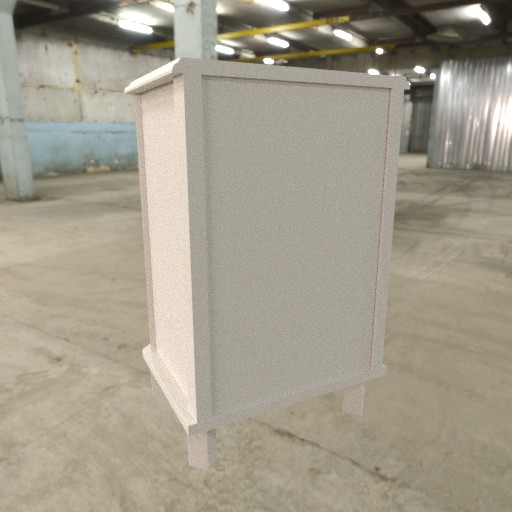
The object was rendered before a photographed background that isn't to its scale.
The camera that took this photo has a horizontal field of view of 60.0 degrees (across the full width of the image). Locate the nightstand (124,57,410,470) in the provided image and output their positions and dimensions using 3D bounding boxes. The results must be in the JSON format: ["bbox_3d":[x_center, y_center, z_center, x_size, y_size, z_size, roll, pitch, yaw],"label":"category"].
[{"bbox_3d":[0.000,0.000,0.921,0.435,0.681,0.351,-7,16,-27],"label":"nightstand"}]
